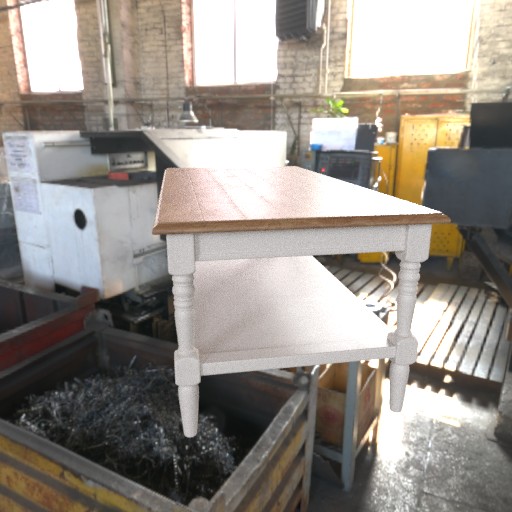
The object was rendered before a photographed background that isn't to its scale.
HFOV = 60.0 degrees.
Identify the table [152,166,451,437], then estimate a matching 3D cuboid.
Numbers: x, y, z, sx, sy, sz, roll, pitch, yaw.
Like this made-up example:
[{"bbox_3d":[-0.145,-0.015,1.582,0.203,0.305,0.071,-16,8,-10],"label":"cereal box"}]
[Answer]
[{"bbox_3d":[0.000,0.000,1.390,0.559,0.458,1.118,-3,16,-10],"label":"table"}]
